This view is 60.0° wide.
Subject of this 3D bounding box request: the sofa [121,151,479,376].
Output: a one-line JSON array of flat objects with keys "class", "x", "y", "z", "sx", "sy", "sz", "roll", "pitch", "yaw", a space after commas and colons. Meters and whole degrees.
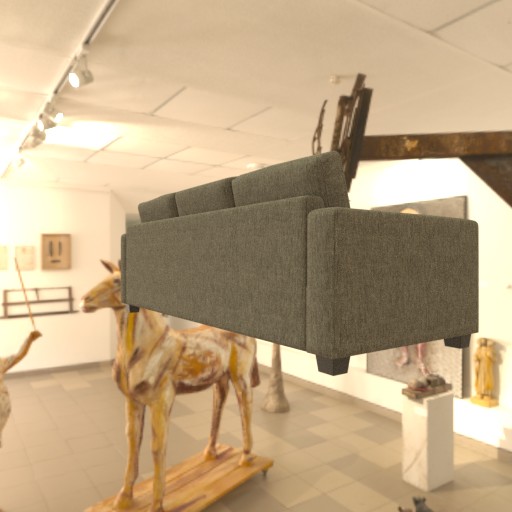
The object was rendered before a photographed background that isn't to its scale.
[{"class": "sofa", "x": 0.000, "y": 0.000, "z": 2.559, "sx": 0.900, "sy": 0.800, "sz": 2.160, "roll": 0, "pitch": 0, "yaw": -35}]
